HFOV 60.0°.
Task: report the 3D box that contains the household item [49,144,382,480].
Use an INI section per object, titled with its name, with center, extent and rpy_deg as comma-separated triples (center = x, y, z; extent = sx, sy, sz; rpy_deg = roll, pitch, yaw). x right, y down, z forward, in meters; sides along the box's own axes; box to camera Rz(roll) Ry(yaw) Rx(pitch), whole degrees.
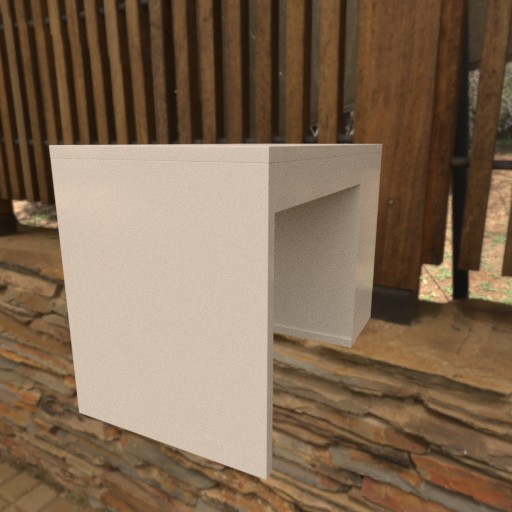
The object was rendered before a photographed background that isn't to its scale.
[household item]
center = 0.000, 0.000, 1.536
extent = 0.597, 0.749, 1.100
rpy_deg = 7, 16, 25
